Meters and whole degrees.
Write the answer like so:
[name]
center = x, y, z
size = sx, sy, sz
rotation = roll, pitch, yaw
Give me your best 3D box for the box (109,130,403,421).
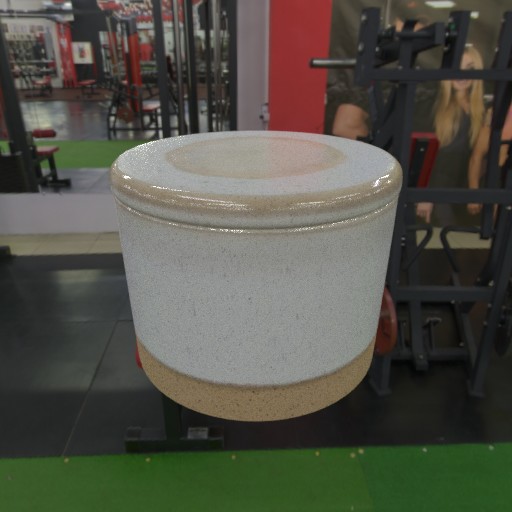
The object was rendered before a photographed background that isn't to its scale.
[box]
center = 0.000, 0.000, 0.266
size = 0.154, 0.123, 0.154
rotation = 0, 26, 0
